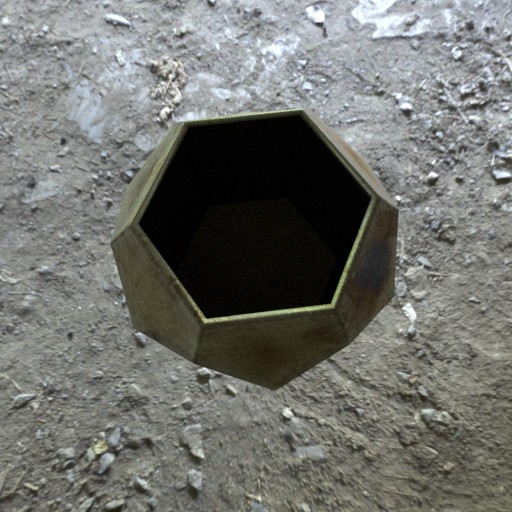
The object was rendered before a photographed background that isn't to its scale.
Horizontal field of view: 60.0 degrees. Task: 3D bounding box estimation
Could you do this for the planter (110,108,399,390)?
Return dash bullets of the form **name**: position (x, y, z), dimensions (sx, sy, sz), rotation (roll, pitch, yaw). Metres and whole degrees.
- **planter**: position (0.000, 0.000, 0.420), dimensions (0.243, 0.238, 0.221), rotation (-36, 78, -9)
